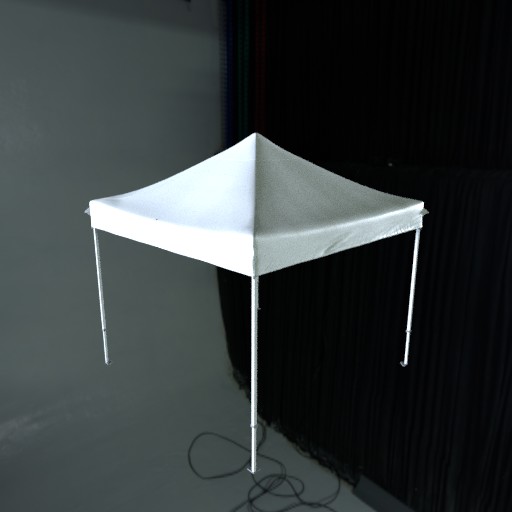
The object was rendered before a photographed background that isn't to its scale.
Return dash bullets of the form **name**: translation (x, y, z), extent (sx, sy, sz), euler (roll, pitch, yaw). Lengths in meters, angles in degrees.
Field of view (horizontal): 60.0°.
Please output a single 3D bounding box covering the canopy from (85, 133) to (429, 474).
- **canopy**: translation (0.000, 0.000, 5.596), extent (2.996, 2.998, 2.994), euler (-14, 20, -43)
